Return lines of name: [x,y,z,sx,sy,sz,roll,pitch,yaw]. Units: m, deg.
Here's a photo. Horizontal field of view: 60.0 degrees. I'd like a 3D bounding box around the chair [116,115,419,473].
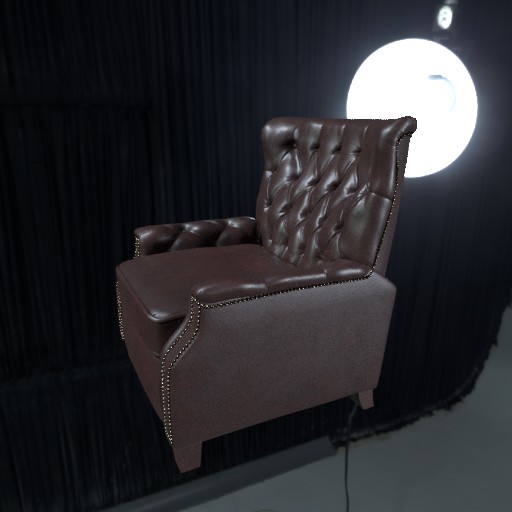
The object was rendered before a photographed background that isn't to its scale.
chair: [0.000,0.000,1.429,0.823,0.864,0.709,-8,19,-25]
